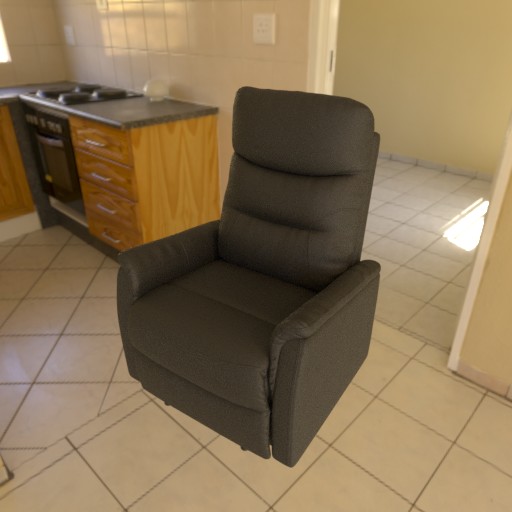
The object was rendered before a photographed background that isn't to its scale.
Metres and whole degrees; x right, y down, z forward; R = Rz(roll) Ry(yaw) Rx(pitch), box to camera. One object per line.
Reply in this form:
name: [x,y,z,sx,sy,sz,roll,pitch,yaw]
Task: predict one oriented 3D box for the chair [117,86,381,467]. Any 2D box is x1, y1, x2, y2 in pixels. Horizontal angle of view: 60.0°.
chair: [0.000,0.000,1.626,0.775,1.082,0.831,18,33,29]
